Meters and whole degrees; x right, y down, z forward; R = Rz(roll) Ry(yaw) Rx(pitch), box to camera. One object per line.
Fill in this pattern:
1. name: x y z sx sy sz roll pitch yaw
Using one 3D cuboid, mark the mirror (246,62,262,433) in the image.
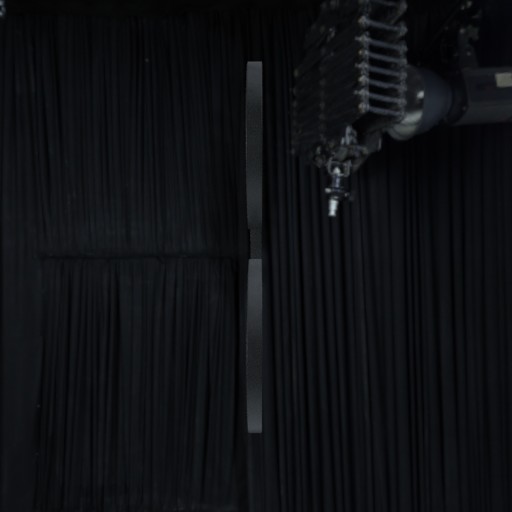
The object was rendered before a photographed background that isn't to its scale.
1. mirror: 0.000 0.000 3.135 0.076 2.096 2.160 0 -2 1
